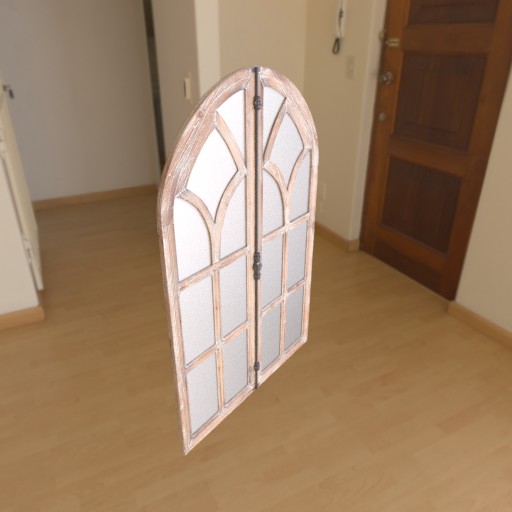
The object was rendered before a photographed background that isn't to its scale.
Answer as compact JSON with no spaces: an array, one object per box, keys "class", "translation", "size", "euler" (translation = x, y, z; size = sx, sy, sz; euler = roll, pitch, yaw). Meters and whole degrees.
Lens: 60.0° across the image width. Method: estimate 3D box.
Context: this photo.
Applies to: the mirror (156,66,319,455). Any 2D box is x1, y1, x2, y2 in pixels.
[{"class":"mirror","translation":[0.000,0.000,1.163],"size":[0.032,0.915,0.609],"euler":[19,32,33]}]
